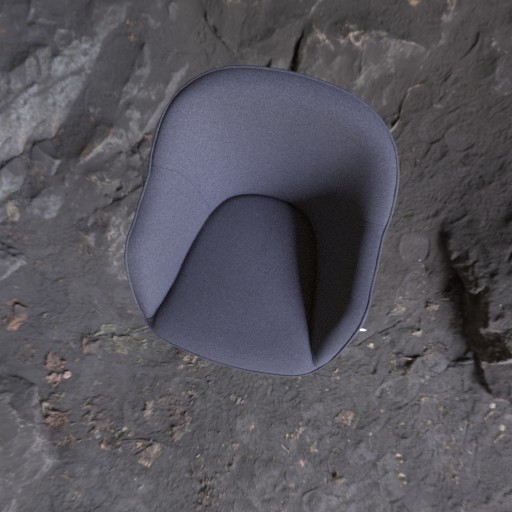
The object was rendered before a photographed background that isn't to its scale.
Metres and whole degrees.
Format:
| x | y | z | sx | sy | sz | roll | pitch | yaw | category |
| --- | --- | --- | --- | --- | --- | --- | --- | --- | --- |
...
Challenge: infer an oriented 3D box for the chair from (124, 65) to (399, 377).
| x | y | z | sx | sy | sz | roll | pitch | yaw | category |
| --- | --- | --- | --- | --- | --- | --- | --- | --- | --- |
| 0.000 | 0.000 | 1.223 | 0.589 | 0.810 | 0.611 | 15 | 77 | 3 | chair |
